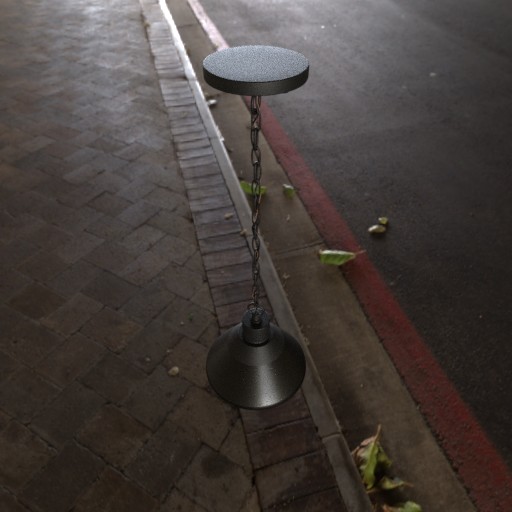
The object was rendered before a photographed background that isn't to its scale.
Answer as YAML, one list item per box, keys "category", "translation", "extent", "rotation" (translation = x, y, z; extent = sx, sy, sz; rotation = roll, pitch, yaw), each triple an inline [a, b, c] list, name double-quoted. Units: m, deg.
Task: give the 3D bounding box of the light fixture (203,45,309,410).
- category: "light fixture"
  translation: [0.000, 0.000, 0.696]
  extent: [0.201, 0.588, 0.201]
  rotation: [12, 44, 13]
